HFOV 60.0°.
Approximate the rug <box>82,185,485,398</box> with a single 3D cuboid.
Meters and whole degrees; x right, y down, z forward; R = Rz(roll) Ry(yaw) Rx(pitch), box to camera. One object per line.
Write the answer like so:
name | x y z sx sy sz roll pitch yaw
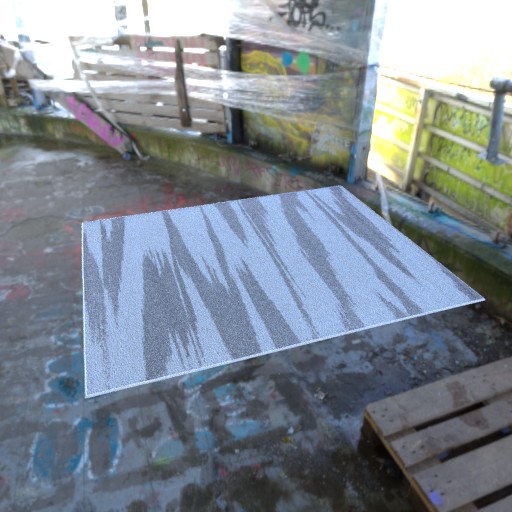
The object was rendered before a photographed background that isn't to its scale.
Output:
rug | 0.000 0.000 3.957 2.945 0.014 2.353 -10 33 -16
